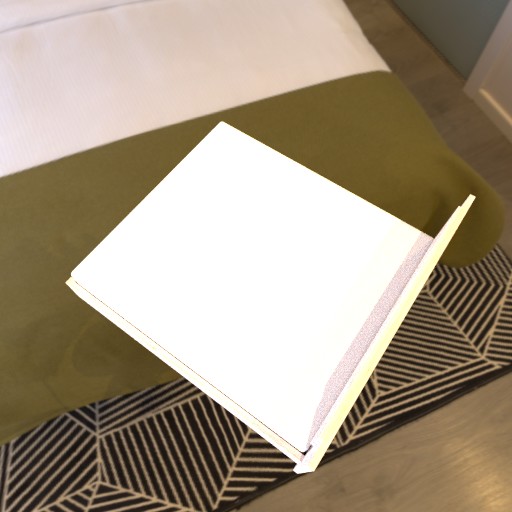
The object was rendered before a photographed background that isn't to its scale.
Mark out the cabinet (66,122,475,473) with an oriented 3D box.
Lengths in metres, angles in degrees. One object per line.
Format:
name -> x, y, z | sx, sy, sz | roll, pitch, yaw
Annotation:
cabinet -> 0.000, 0.000, 3.185 | 2.080, 0.970, 1.950 | 33, 68, 15
